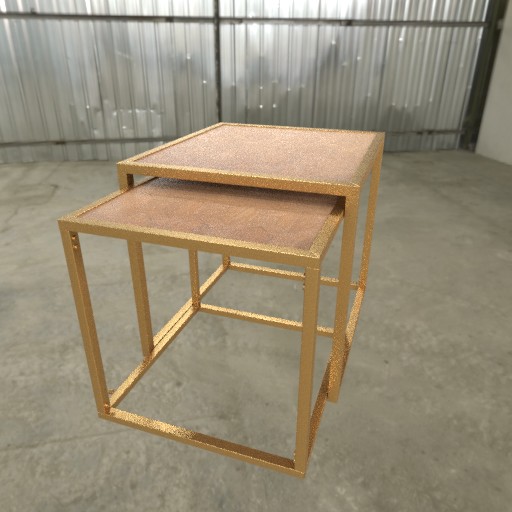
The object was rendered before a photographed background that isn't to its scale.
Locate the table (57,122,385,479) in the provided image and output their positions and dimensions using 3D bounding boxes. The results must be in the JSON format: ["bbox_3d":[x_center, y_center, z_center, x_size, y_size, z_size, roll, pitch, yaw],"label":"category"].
[{"bbox_3d":[0.000,0.000,1.103,0.505,0.505,0.762,9,27,17],"label":"table"}]
